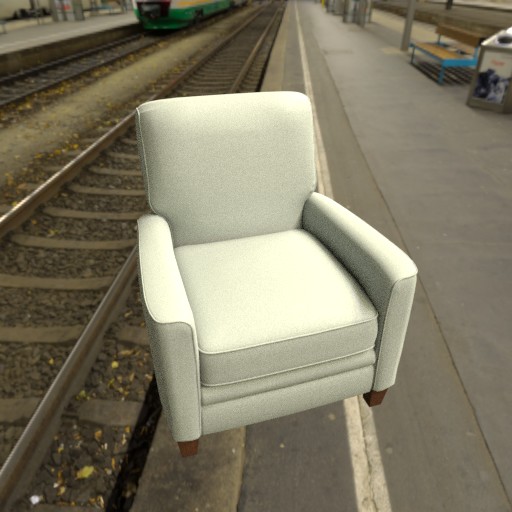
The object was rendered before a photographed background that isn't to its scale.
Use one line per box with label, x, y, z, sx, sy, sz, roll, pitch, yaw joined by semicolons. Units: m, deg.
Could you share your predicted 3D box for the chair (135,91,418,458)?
chair;0.000;0.000;1.629;0.853;1.007;0.846;-9;32;-15
